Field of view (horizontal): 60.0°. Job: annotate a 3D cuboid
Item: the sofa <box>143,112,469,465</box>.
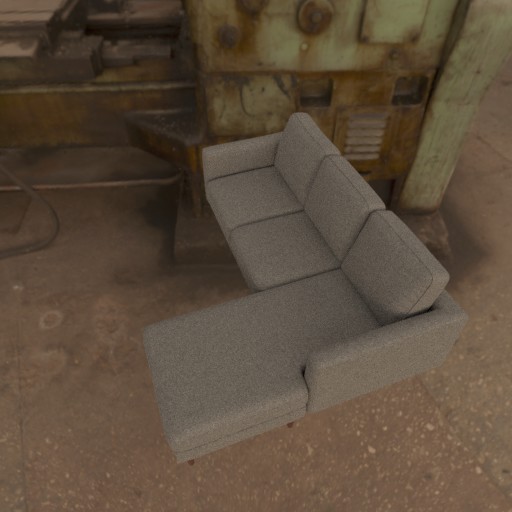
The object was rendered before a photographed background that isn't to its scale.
[{"bbox_3d":[0.000,0.000,2.963,1.667,0.957,2.055,-15,49,-14],"label":"sofa"}]
